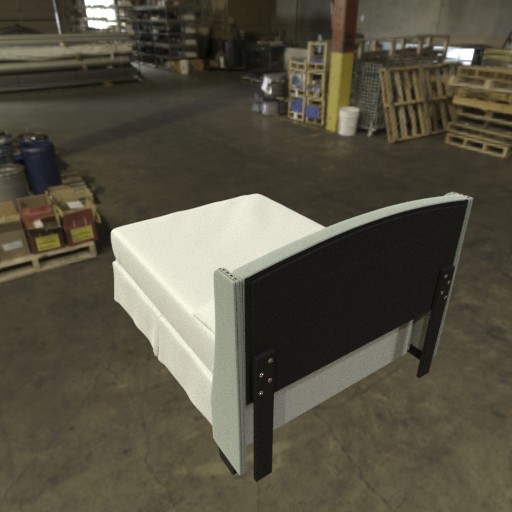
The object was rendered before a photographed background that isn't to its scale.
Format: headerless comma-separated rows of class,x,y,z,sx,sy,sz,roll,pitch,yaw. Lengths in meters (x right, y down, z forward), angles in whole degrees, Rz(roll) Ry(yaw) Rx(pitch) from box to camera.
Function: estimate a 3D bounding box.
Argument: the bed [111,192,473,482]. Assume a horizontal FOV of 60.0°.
bed,0.000,0.000,3.332,1.710,1.407,2.237,-18,34,-30
